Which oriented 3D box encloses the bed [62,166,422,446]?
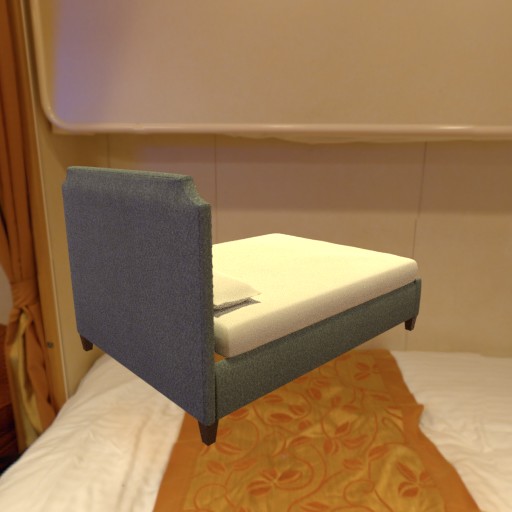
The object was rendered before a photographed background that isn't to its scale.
[{"bbox_3d":[0.000,0.000,3.549,2.372,1.443,1.712,-13,19,-42],"label":"bed"}]
